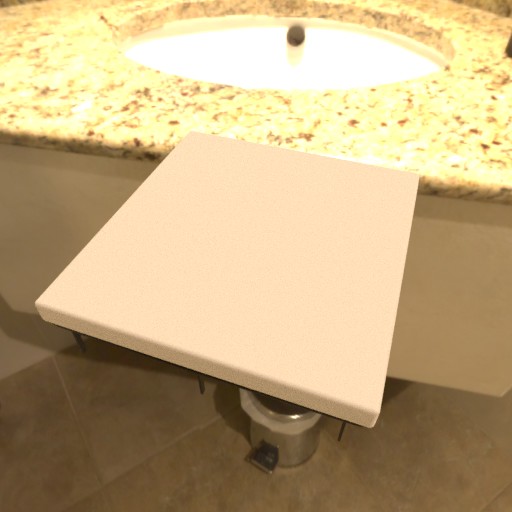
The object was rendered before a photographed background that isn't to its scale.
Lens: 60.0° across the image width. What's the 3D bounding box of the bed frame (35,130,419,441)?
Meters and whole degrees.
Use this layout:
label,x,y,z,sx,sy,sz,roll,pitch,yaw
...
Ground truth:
label,x,y,z,sx,sy,sz,roll,pitch,yaw
bed frame,0.000,0.000,3.104,1.935,0.525,2.033,14,47,14
